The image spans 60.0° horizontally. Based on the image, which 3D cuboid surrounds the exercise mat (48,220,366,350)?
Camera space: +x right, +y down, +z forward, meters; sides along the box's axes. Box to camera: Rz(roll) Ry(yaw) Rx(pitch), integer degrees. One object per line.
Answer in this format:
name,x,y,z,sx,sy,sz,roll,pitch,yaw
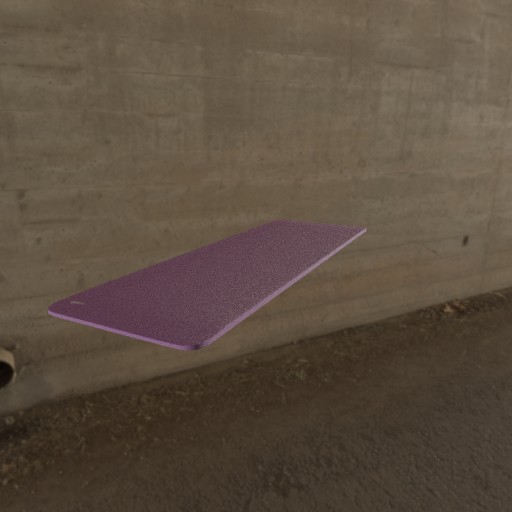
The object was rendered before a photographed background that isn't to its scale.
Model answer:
exercise mat,0.000,0.000,2.095,0.616,0.021,1.869,7,16,26
